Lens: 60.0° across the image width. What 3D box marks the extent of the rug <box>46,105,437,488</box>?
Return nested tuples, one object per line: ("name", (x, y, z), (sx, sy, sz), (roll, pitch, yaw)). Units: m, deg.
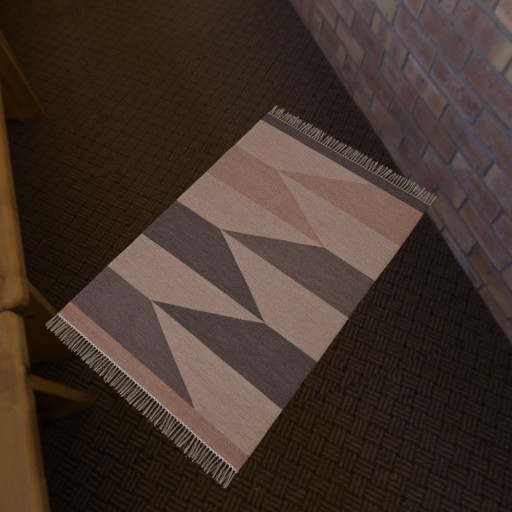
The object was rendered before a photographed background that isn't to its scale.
("rug", (0.000, 0.000, 2.496), (1.224, 0.027, 2.021), (35, 68, 17))
